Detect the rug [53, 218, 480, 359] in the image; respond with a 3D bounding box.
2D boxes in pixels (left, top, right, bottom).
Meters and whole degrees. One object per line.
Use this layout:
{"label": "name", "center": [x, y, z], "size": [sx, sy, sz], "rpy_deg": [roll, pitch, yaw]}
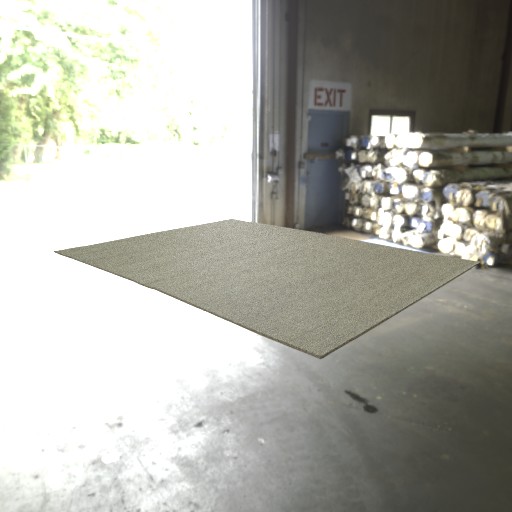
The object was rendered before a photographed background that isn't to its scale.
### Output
{"label": "rug", "center": [0.000, 0.000, 4.688], "size": [3.626, 0.051, 2.757], "rpy_deg": [14, 20, 42]}
